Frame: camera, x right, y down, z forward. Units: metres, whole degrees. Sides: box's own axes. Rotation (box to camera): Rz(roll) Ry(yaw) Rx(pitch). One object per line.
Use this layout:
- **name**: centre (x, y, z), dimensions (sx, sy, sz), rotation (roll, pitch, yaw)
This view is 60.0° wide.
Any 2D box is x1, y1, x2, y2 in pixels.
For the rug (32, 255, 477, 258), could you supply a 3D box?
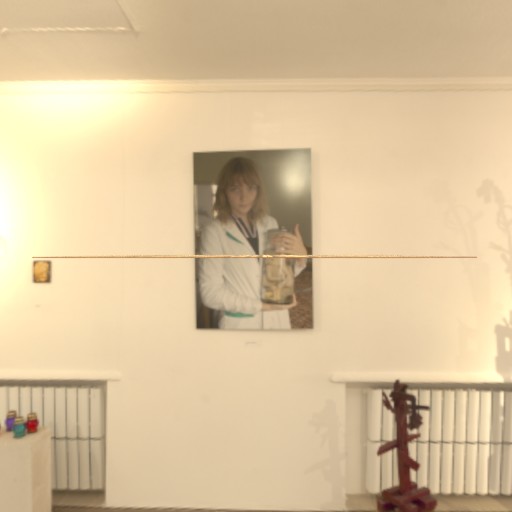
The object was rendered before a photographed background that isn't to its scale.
- **rug**: centre (0.000, 0.000, 4.235), dimensions (3.045, 0.011, 2.436), rotation (0, 0, 1)
